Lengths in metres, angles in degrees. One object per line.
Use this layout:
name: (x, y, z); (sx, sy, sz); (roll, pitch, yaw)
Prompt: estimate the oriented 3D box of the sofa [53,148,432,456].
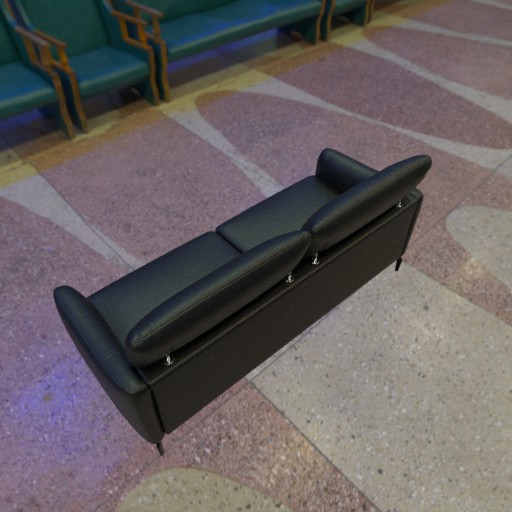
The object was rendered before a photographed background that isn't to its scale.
sofa: (0.000, 0.000, 2.520); (2.069, 0.957, 0.856); (-32, 53, -27)
